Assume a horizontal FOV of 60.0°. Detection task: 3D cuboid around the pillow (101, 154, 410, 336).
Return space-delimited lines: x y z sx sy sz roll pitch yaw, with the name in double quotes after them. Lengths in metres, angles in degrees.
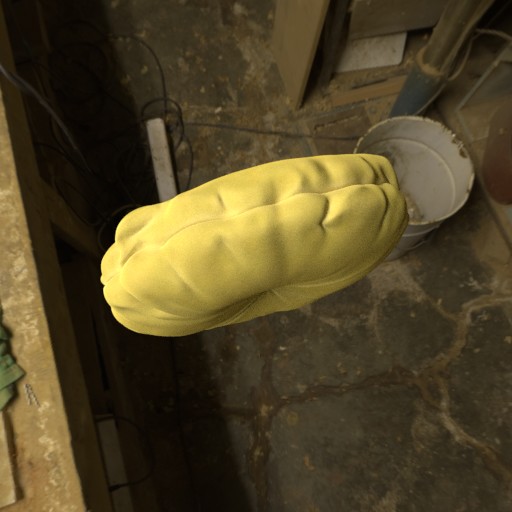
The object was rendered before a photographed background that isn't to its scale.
0.000 0.000 0.616 0.428 0.407 0.148 -16 75 -4 "pillow"
